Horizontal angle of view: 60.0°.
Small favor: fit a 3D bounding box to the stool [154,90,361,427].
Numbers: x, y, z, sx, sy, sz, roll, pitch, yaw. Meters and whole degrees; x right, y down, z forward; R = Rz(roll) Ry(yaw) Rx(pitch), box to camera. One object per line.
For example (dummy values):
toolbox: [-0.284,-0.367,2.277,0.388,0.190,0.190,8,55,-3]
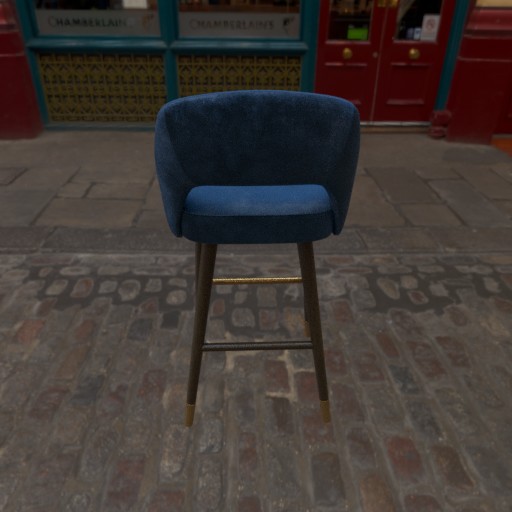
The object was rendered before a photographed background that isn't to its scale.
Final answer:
stool: [0.000,0.000,1.334,0.514,1.016,0.515,-1,29,-2]
